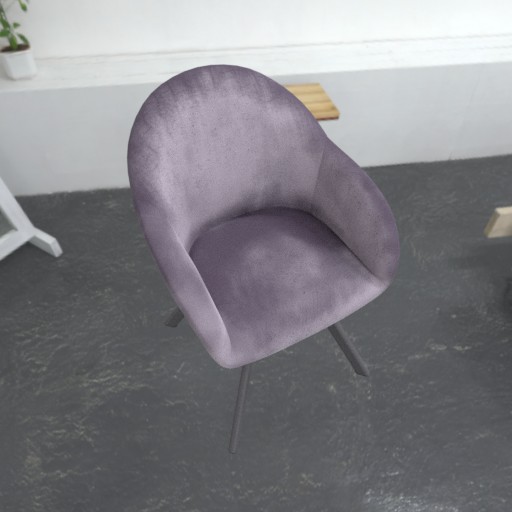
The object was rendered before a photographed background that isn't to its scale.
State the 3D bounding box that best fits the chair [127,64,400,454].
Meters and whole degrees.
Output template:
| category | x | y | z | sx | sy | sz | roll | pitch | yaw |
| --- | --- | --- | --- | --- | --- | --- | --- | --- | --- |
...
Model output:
| category | x | y | z | sx | sy | sz | roll | pitch | yaw |
| --- | --- | --- | --- | --- | --- | --- | --- | --- | --- |
| chair | 0.000 | 0.000 | 1.176 | 0.550 | 0.795 | 0.590 | -23 | 52 | -19 |
